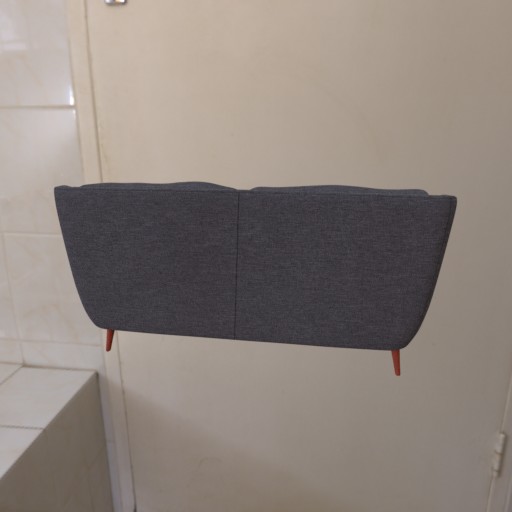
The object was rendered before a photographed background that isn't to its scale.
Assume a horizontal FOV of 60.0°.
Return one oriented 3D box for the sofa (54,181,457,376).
[{"bbox_3d":[0.000,0.000,2.487,1.929,0.896,0.975,3,17,9],"label":"sofa"}]
